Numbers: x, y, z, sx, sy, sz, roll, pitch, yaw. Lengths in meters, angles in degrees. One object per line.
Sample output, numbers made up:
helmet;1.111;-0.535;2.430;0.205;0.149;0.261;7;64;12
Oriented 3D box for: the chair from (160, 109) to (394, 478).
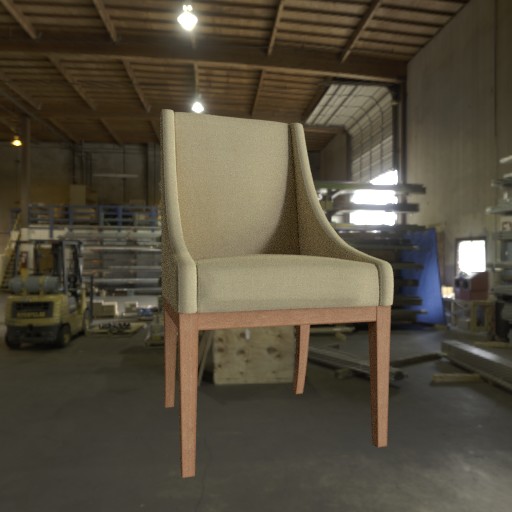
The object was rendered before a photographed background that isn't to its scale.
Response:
chair;0.000;0.000;1.376;0.575;1.021;0.611;0;0;-18
